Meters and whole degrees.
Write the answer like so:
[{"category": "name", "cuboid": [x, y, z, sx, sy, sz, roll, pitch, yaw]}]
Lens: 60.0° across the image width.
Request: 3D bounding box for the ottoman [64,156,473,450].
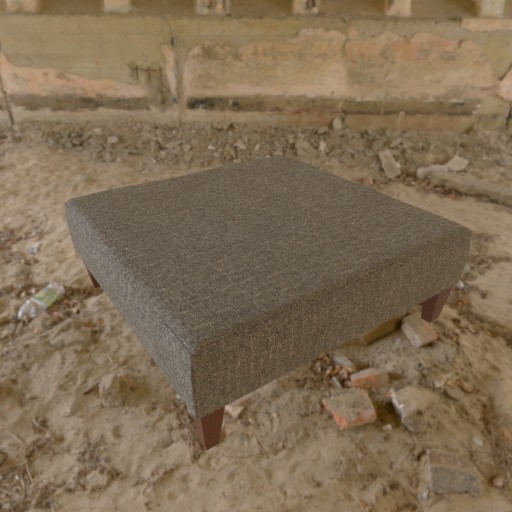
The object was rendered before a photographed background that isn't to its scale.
[{"category": "ottoman", "cuboid": [0.000, 0.000, 1.548, 1.016, 0.379, 0.981, -19, 35, -30]}]
